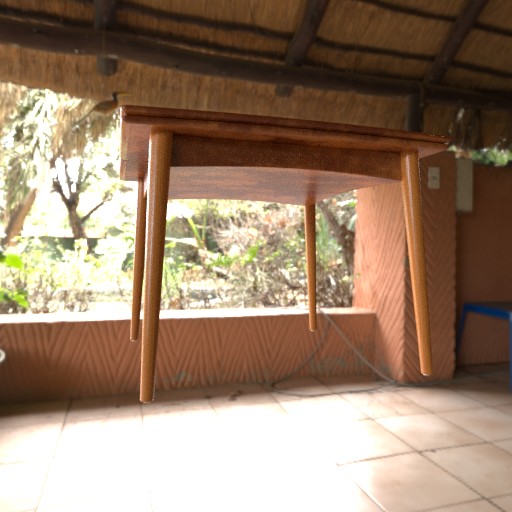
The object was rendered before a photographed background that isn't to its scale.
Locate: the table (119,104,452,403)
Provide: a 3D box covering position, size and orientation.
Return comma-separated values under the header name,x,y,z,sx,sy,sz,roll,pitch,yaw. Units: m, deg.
name,x,y,z,sx,sy,sz,roll,pitch,yaw
table,0.000,0.000,1.683,0.991,0.754,0.991,0,0,-17
